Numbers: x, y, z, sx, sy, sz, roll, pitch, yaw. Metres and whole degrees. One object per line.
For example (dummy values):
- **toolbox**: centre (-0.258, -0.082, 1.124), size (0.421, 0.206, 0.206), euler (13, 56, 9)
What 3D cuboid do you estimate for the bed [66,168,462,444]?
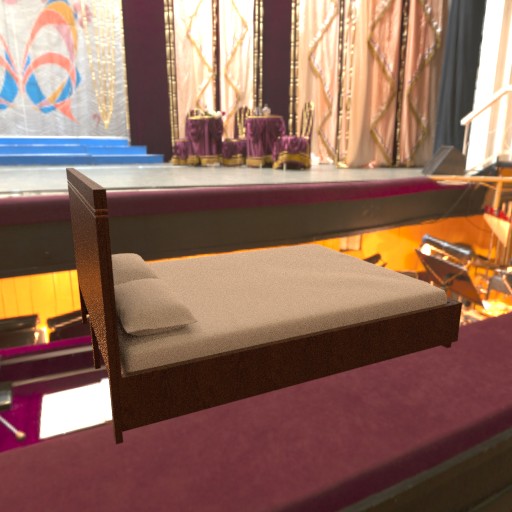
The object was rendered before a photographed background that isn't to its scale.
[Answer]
- **bed**: centre (0.000, 0.000, 3.068), size (2.221, 1.169, 1.613), euler (-7, 16, -25)
